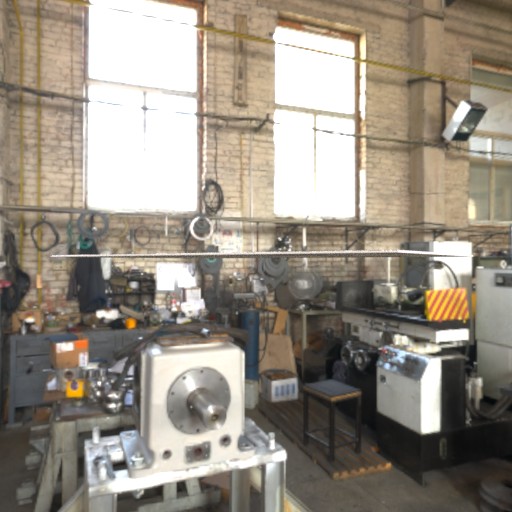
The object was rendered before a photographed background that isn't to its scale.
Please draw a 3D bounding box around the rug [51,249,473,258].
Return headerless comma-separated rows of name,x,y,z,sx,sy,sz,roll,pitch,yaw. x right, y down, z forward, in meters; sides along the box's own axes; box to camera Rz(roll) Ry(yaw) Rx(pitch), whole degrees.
rug,0.000,0.000,3.011,2.431,0.012,1.536,-1,-1,36
